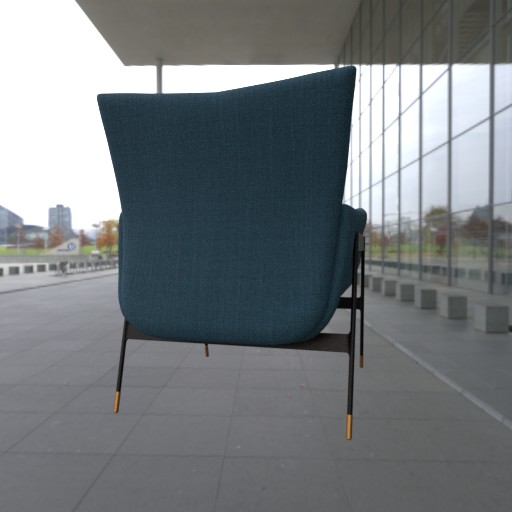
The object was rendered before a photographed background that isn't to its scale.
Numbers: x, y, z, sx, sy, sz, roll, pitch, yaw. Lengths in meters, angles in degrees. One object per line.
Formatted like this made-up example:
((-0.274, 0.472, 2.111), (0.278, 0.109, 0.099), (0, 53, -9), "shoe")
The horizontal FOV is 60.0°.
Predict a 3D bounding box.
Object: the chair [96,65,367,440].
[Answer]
((0.000, 0.000, 1.418), (0.678, 0.859, 0.769), (0, 1, 16), "chair")
